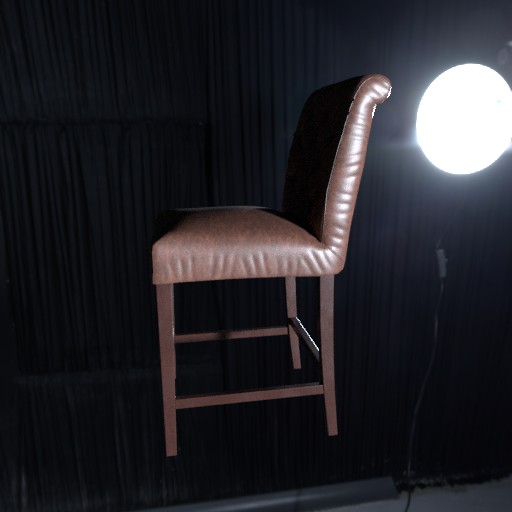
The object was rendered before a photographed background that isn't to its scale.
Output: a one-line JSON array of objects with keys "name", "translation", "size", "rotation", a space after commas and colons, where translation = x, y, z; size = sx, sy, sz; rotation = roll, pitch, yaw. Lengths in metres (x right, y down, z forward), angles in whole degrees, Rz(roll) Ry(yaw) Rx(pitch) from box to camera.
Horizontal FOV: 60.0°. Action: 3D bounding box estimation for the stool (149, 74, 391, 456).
[{"name": "stool", "translation": [0.000, 0.000, 1.454], "size": [0.660, 1.084, 0.486], "rotation": [-3, 15, -10]}]
